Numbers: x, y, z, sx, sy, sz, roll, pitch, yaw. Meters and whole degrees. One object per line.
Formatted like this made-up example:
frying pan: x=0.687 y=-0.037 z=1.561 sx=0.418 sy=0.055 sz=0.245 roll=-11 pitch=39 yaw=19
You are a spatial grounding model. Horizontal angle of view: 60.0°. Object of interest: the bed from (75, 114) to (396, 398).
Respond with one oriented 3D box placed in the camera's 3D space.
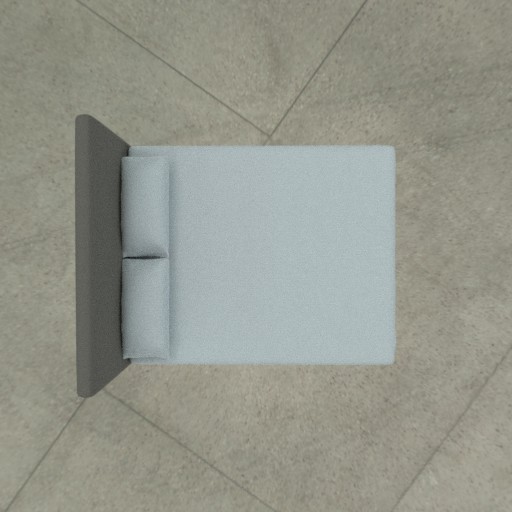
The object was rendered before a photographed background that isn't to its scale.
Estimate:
bed: x=0.000 y=0.000 z=3.237 sx=2.142 sy=1.330 sz=1.748 roll=0 pitch=91 yaw=1
